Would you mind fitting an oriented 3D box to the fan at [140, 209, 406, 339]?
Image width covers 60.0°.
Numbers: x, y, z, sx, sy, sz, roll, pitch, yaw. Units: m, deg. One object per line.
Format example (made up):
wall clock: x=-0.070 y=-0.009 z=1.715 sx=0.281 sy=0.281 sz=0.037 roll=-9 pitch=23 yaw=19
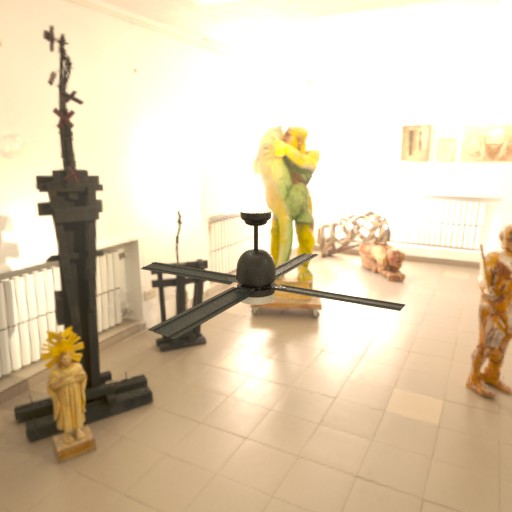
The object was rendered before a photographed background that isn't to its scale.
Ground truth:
fan: x=0.000 y=0.000 z=2.014 sx=1.319 sy=0.410 sz=1.319 roll=7 pitch=15 yaw=27
